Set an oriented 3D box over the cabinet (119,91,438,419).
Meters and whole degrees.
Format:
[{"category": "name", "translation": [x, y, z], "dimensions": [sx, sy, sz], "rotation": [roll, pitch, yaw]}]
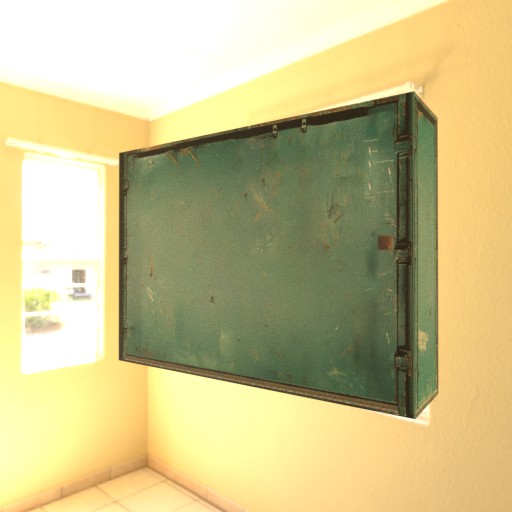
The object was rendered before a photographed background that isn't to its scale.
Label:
[{"category": "cabinet", "translation": [0.000, 0.000, 4.044], "dimensions": [3.001, 2.160, 0.680], "rotation": [0, 0, 35]}]
